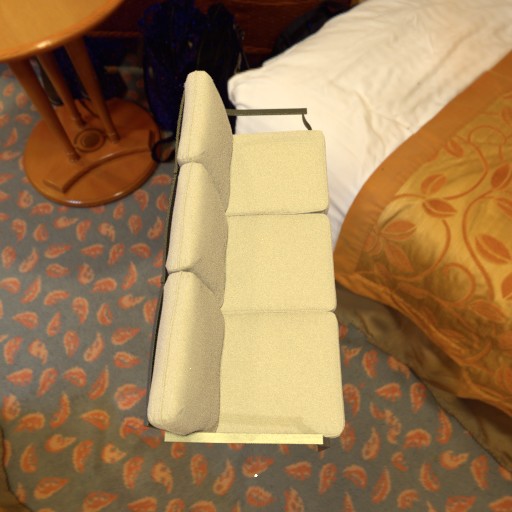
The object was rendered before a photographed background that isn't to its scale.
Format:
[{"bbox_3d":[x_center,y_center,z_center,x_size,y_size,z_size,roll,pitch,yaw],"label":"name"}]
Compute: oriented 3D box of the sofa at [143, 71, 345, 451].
[{"bbox_3d":[0.000,0.000,2.212,0.787,0.860,1.740,1,64,0],"label":"sofa"}]
